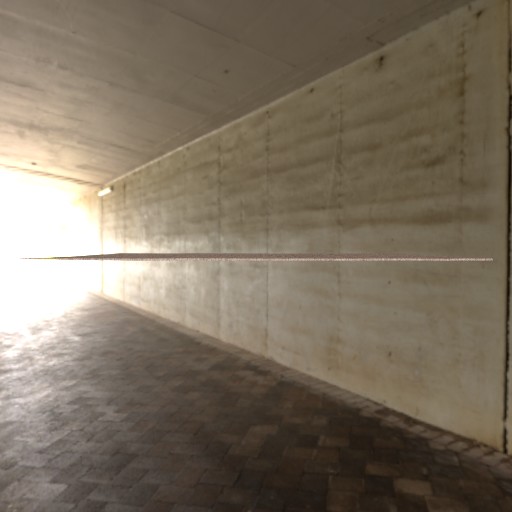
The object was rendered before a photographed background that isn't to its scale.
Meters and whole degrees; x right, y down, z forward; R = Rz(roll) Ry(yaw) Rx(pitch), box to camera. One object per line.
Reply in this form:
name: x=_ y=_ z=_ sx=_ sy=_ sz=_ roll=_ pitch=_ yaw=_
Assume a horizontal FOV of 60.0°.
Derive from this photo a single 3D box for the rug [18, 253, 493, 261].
rug: x=0.000 y=0.000 z=2.331 sx=1.840 sy=0.013 sz=1.225 roll=0 pitch=1 yaw=1
